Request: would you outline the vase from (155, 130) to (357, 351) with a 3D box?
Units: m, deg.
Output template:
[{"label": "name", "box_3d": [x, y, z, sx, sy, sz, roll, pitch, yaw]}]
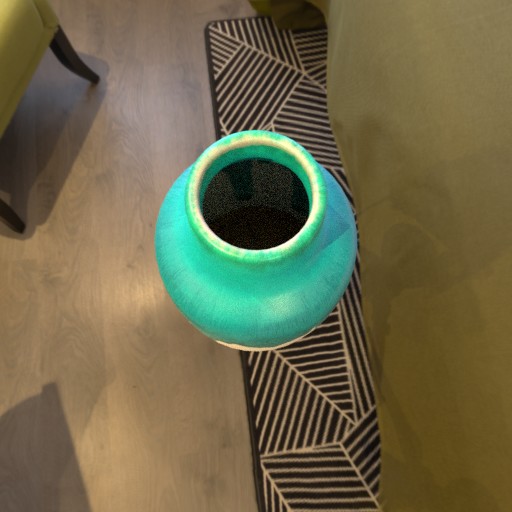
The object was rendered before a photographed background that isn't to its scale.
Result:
[{"label": "vase", "box_3d": [0.000, 0.000, 0.255, 0.106, 0.192, 0.106, 0, 76, 0]}]
